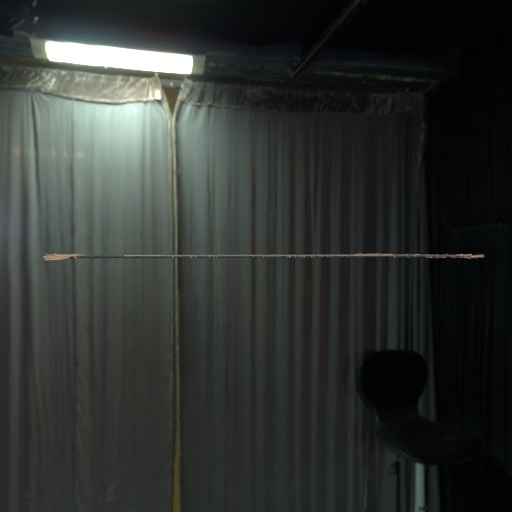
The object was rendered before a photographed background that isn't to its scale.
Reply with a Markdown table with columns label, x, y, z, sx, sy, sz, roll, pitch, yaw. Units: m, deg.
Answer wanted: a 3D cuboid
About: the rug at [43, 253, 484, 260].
| label | x | y | z | sx | sy | sz | roll | pitch | yaw |
| --- | --- | --- | --- | --- | --- | --- | --- | --- | --- |
| rug | 0.000 | 0.000 | 2.477 | 2.021 | 0.027 | 1.224 | 0 | 0 | -18 |
